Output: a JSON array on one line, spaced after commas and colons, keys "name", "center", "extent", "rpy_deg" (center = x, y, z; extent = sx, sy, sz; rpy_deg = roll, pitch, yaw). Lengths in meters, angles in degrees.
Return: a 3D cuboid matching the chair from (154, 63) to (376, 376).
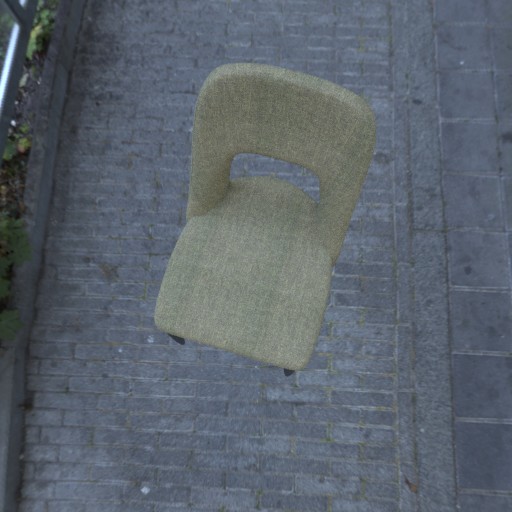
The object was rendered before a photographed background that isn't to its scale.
[{"name": "chair", "center": [0.000, 0.000, 1.307], "extent": [0.470, 0.931, 0.612], "rpy_deg": [16, 77, 4]}]
